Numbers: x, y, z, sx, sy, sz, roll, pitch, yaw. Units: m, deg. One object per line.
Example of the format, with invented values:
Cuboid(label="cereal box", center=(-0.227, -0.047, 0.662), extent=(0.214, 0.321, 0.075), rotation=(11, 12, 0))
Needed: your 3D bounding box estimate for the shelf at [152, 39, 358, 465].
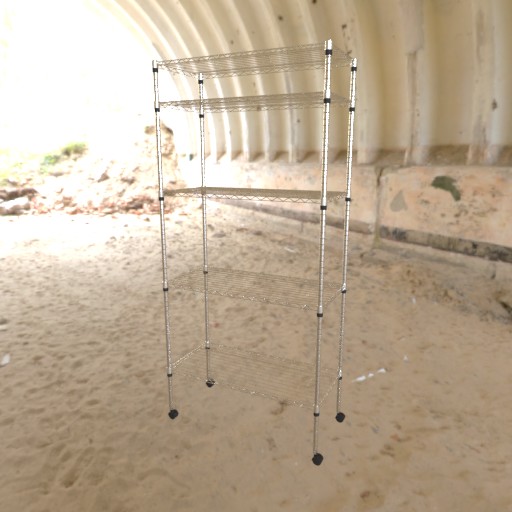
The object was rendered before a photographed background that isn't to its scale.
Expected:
Cuboid(label="shelf", center=(0.000, 0.000, 1.922), extent=(0.762, 1.587, 0.356), rotation=(6, 14, 26))
